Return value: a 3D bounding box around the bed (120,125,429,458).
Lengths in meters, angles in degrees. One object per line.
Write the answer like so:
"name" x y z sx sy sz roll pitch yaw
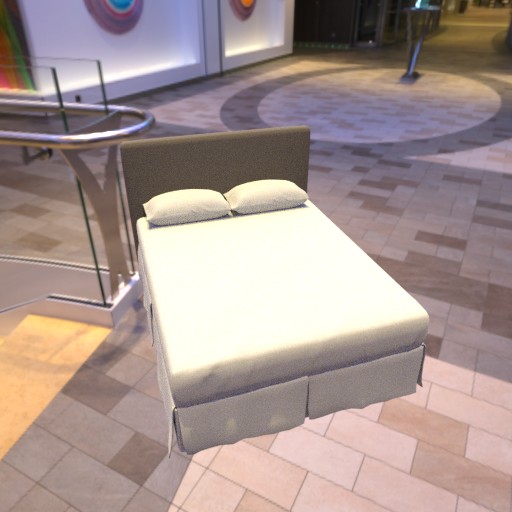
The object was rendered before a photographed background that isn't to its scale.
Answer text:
"bed" 0.000 0.000 3.335 1.748 1.330 2.142 -10 32 -16
